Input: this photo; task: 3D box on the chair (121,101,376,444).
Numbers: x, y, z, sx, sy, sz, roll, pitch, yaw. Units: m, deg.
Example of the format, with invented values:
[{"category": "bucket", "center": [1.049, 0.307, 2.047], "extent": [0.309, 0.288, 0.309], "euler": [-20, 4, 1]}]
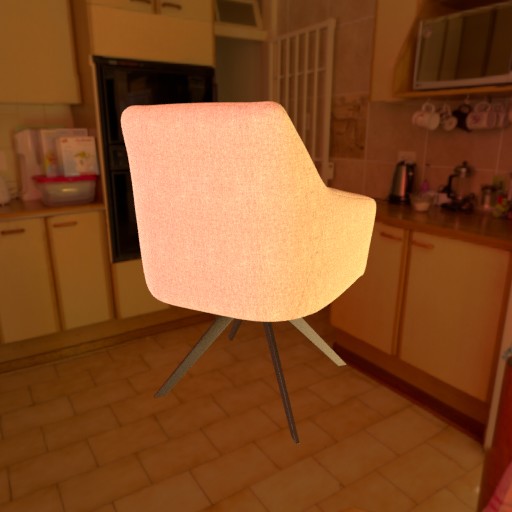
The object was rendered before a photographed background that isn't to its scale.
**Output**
[{"category": "chair", "center": [0.000, 0.000, 1.384], "extent": [0.642, 0.874, 0.677], "euler": [8, 18, 26]}]
